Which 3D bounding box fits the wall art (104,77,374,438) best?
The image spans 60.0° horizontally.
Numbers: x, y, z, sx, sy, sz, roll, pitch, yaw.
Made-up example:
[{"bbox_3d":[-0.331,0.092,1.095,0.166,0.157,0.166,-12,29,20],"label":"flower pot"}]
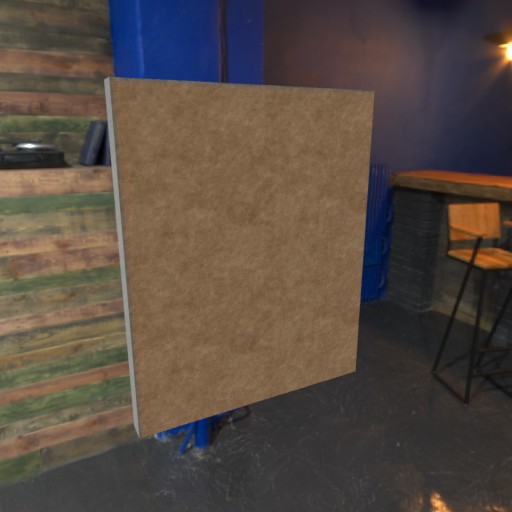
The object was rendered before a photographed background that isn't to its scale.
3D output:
[{"bbox_3d":[0.000,0.000,0.770,0.453,0.554,0.037,-8,18,-27],"label":"wall art"}]
